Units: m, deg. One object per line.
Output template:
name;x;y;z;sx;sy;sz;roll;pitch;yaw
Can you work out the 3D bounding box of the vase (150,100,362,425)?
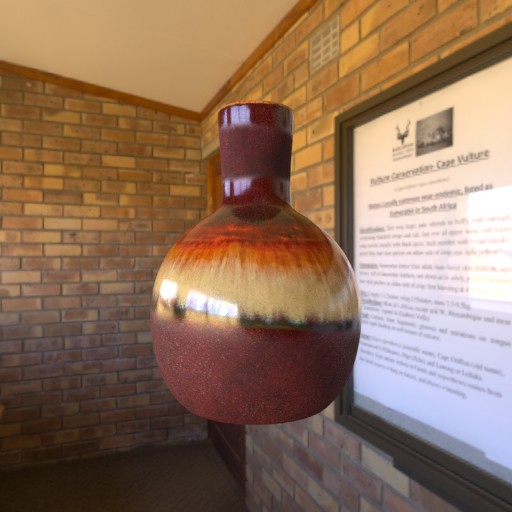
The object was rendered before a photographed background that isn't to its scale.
vase;0.000;0.000;0.239;0.111;0.154;0.111;0;-1;0
